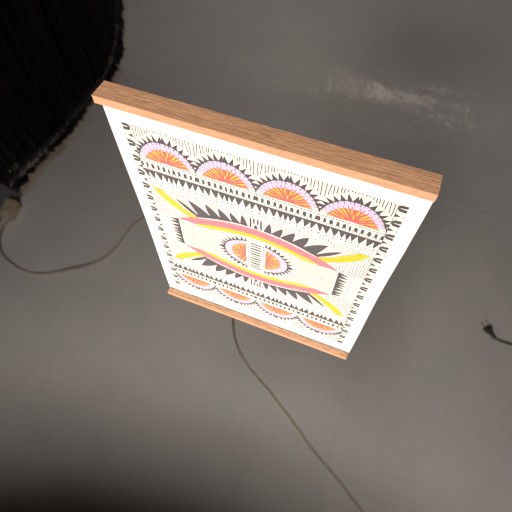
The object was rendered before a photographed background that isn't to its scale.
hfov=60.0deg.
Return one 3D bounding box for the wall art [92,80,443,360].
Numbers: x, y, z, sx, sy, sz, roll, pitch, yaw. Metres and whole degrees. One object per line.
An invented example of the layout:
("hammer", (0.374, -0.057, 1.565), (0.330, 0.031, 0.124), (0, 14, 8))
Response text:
("wall art", (0.000, 0.000, 0.710), (0.403, 0.527, 0.028), (19, 61, 11))
